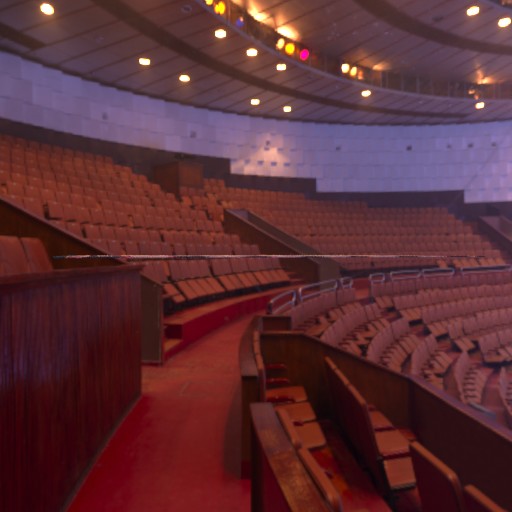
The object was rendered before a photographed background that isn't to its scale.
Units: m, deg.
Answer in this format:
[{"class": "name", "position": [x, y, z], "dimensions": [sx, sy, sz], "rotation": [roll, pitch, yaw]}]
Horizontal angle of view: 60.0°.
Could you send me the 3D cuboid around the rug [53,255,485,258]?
[{"class": "rug", "position": [0.000, 0.000, 2.920], "dimensions": [2.311, 0.010, 1.522], "rotation": [0, 0, -20]}]
